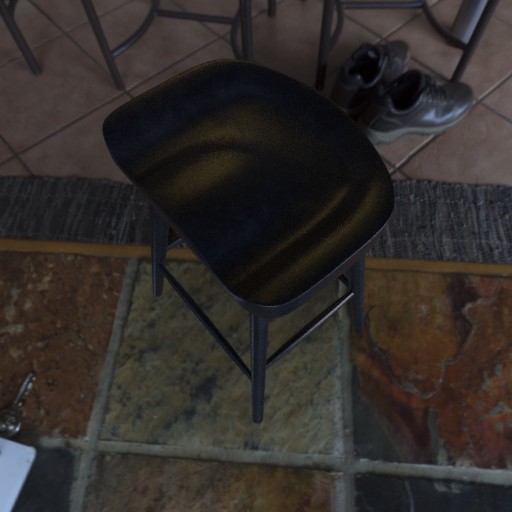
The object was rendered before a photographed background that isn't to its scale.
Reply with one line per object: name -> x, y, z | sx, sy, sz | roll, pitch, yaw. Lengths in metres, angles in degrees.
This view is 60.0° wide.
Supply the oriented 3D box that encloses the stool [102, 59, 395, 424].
stool -> 0.000, 0.000, 0.887 | 0.361, 0.615, 0.440 | -36, 68, -17
